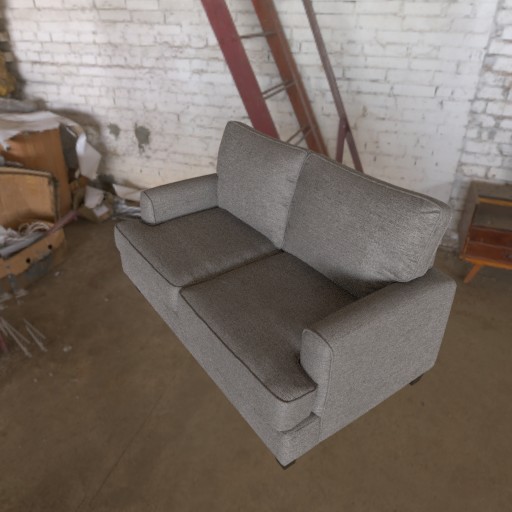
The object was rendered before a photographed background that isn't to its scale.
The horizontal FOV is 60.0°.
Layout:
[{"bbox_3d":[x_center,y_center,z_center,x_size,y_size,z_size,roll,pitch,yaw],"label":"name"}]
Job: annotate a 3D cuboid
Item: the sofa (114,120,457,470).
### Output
[{"bbox_3d":[0.000,0.000,2.240,0.965,0.965,1.651,-20,37,-29],"label":"sofa"}]
